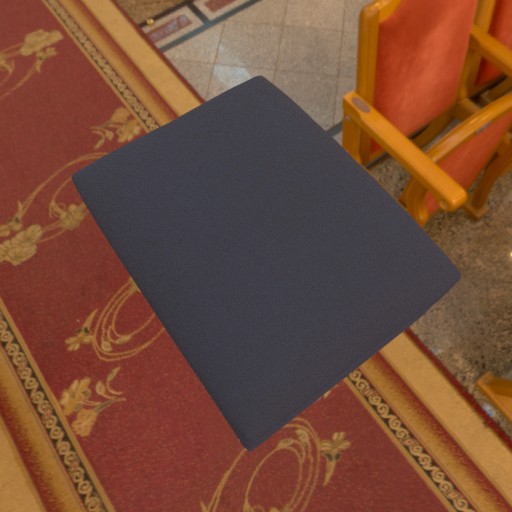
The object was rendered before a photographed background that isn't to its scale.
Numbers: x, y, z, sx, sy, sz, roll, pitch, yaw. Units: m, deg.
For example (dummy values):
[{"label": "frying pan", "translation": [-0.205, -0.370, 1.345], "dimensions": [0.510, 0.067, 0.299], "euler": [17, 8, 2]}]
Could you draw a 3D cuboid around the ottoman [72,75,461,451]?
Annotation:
[{"label": "ottoman", "translation": [0.000, 0.000, 1.154], "dimensions": [0.584, 0.513, 0.741], "euler": [-33, 69, -15]}]
